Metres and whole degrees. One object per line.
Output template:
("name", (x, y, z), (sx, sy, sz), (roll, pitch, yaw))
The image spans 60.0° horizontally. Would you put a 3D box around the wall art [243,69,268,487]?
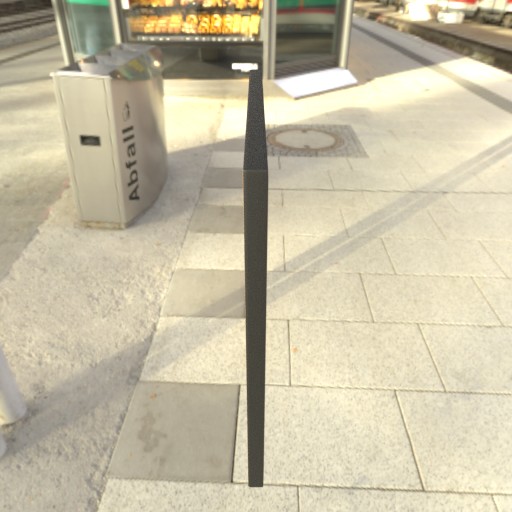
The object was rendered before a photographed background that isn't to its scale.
("wall art", (0.000, 0.000, 0.671), (0.022, 0.453, 0.456), (0, 32, 0))
